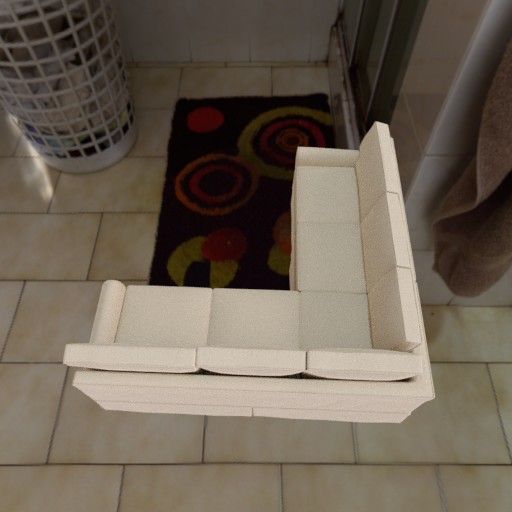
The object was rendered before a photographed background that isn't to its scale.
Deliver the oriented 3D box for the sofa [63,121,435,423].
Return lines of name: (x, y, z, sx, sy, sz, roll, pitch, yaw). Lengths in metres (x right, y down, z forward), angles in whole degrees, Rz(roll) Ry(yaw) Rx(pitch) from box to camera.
sofa: (0.000, 0.000, 4.008, 2.597, 1.070, 2.591, 2, 59, 1)
